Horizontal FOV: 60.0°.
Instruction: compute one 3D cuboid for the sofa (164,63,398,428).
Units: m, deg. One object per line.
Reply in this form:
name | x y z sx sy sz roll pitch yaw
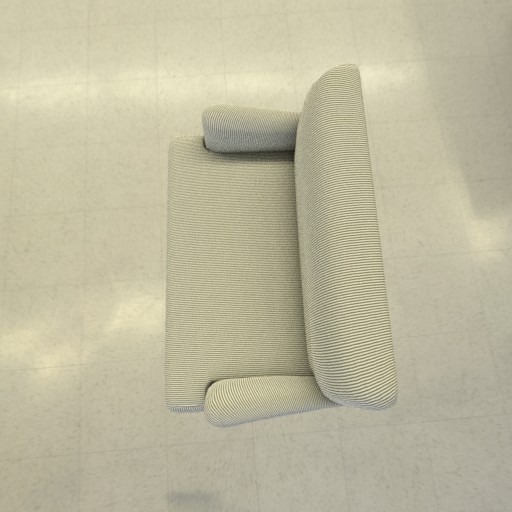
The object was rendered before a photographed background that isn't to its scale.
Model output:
sofa | 0.000 0.000 1.826 0.779 0.889 1.297 -2 74 -1
